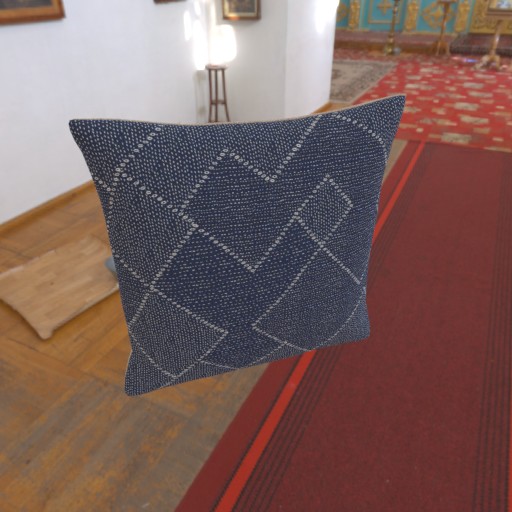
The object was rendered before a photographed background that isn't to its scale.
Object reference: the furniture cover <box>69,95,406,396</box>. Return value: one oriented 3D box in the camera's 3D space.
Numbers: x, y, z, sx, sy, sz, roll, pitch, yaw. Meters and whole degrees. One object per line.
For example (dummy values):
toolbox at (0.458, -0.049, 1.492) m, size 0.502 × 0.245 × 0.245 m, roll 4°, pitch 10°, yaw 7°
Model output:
furniture cover at (0.000, 0.000, 0.762) m, size 0.511 × 0.503 × 0.162 m, roll -10°, pitch 33°, yaw -16°
